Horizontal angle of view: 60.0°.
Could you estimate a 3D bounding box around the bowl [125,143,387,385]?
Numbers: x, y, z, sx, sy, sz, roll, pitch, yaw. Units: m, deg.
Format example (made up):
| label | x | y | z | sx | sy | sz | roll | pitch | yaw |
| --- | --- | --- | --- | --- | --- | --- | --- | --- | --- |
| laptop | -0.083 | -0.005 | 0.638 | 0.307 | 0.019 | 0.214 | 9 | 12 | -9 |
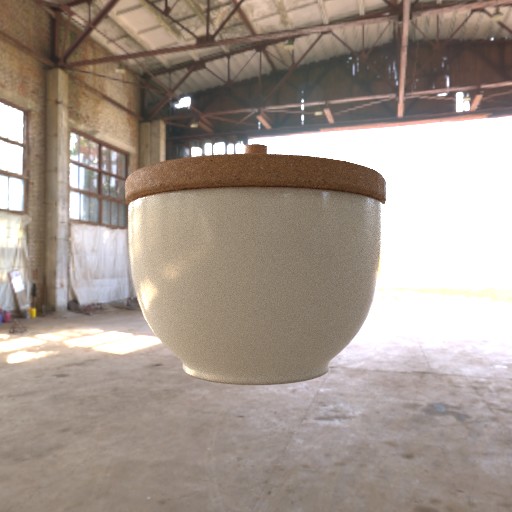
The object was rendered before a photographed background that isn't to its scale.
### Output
| label | x | y | z | sx | sy | sz | roll | pitch | yaw |
| --- | --- | --- | --- | --- | --- | --- | --- | --- | --- |
| bowl | 0.000 | 0.000 | 0.222 | 0.126 | 0.110 | 0.126 | 0 | -2 | 0 |
